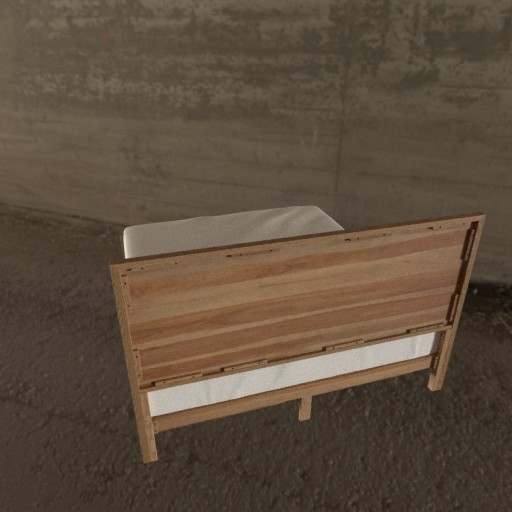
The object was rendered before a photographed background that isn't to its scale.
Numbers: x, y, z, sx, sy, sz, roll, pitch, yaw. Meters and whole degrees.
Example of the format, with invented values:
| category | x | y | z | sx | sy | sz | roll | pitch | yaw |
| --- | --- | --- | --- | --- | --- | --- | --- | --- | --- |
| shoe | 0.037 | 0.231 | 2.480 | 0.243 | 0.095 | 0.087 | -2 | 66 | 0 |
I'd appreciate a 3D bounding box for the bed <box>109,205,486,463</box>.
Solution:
| category | x | y | z | sx | sy | sz | roll | pitch | yaw |
| --- | --- | --- | --- | --- | --- | --- | --- | --- | --- |
| bed | 0.000 | 0.000 | 3.431 | 2.013 | 1.295 | 2.184 | -8 | 28 | -15 |
